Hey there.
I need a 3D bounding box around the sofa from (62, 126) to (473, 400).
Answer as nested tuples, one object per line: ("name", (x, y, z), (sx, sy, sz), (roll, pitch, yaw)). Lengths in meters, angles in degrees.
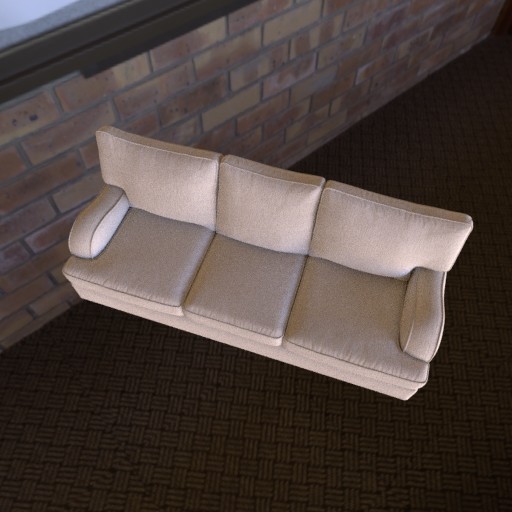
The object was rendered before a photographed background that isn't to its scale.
("sofa", (0.000, 0.000, 2.844), (2.323, 0.991, 1.016), (16, 59, 9))
